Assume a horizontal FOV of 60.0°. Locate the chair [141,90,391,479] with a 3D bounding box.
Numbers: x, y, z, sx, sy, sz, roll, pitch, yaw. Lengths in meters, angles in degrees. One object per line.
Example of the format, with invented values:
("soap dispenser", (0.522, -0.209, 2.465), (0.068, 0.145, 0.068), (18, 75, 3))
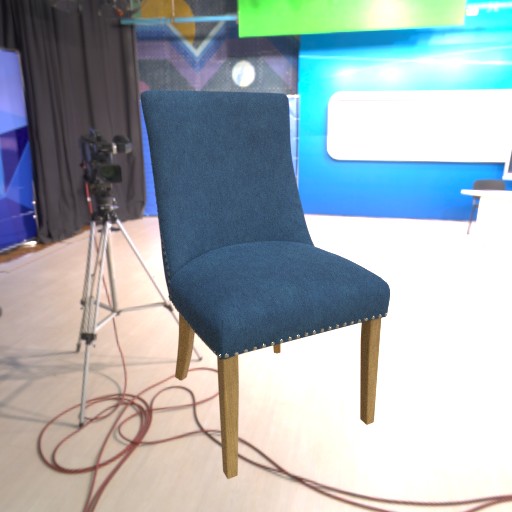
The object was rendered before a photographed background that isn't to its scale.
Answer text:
("chair", (0.000, 0.000, 1.263), (0.495, 0.902, 0.610), (-9, 20, -26))
